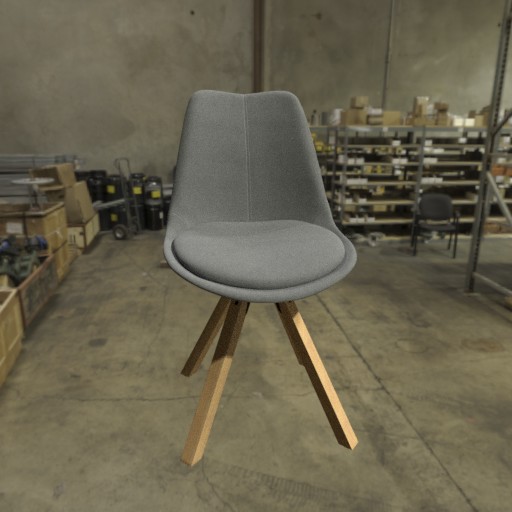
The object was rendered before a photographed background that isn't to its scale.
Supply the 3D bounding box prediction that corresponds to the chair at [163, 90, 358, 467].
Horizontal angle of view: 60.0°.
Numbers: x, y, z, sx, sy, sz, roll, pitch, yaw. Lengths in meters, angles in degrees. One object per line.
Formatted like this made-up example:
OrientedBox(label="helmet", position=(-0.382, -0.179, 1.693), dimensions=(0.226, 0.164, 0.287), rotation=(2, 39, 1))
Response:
OrientedBox(label="chair", position=(0.000, 0.000, 1.174), dimensions=(0.474, 0.863, 0.549), rotation=(-2, 16, -8))
